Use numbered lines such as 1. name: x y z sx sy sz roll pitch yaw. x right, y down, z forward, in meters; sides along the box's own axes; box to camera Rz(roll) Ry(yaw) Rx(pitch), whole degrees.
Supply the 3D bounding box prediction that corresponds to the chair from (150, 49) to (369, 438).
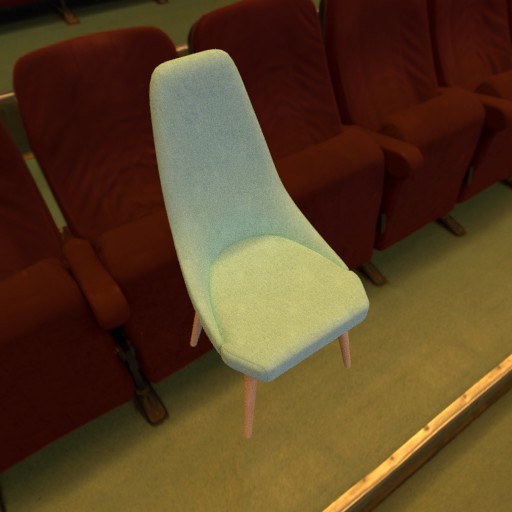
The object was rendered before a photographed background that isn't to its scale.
1. chair: 0.000 0.000 1.406 0.510 1.040 0.660 -27 53 -23
